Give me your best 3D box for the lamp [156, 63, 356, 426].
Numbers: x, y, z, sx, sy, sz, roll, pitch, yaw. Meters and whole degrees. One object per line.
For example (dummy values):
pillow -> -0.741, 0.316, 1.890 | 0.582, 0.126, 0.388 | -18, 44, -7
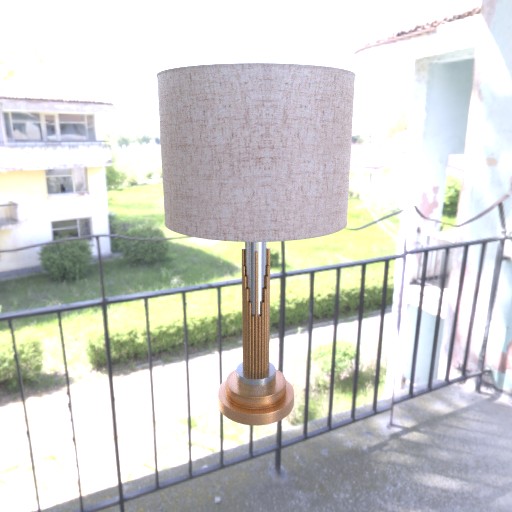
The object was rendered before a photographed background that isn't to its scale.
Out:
lamp -> 0.000, 0.000, 0.810 | 0.321, 0.610, 0.321 | -8, 18, -25
